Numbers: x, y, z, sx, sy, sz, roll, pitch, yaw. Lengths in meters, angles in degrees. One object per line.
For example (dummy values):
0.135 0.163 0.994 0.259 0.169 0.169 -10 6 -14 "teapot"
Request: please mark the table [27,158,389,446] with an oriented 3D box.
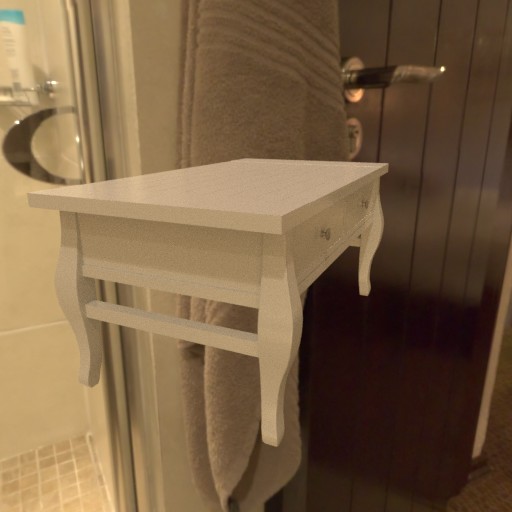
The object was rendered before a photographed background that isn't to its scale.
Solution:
0.000 0.000 1.357 0.600 0.495 1.062 8 18 24 "table"
